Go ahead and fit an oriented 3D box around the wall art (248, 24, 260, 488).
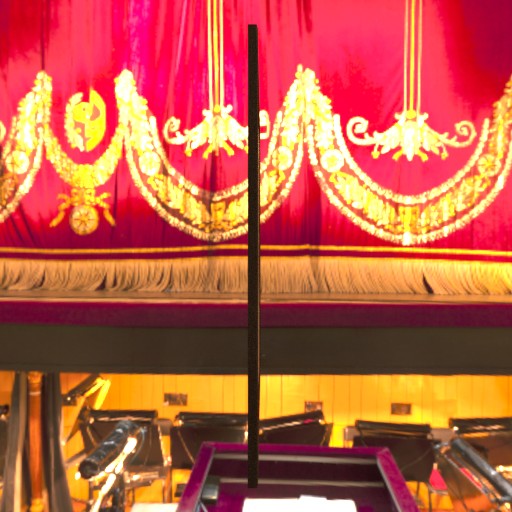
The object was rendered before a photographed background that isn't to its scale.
[{"bbox_3d":[0.000,0.000,0.782,0.013,0.570,0.476,0,0,1],"label":"wall art"}]
